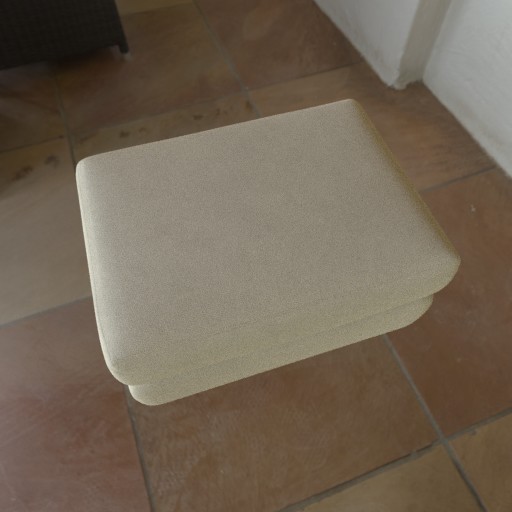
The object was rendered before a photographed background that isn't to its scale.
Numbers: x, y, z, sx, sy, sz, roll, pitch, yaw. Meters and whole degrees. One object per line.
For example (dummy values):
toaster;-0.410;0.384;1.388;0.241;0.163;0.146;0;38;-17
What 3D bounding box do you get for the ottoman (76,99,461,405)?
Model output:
ottoman;0.000;0.000;1.173;0.773;0.504;0.569;-15;59;-9
